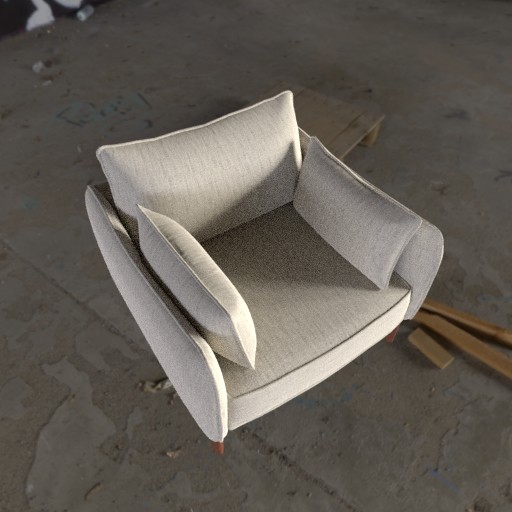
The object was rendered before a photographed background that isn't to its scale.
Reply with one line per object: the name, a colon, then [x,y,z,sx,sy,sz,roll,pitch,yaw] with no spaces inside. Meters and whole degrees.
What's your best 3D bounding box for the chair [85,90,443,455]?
chair: [0.000,0.000,1.721,0.994,0.855,0.991,-26,52,-22]
